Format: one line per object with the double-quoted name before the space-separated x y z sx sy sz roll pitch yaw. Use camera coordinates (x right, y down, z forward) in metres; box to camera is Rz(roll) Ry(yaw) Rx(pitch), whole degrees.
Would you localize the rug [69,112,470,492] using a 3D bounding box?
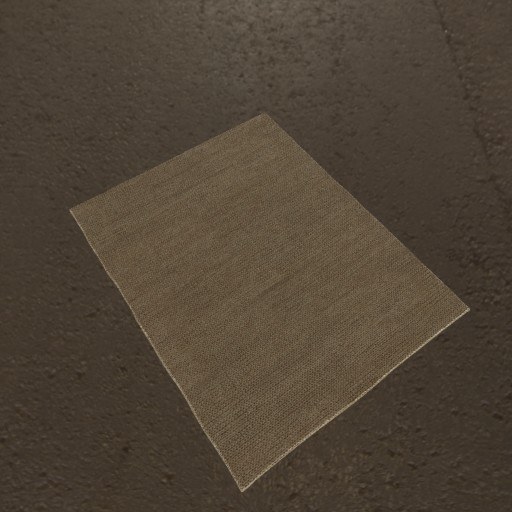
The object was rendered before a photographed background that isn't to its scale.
"rug" 0.000 0.000 4.133 2.429 0.030 3.052 -32 64 -17
